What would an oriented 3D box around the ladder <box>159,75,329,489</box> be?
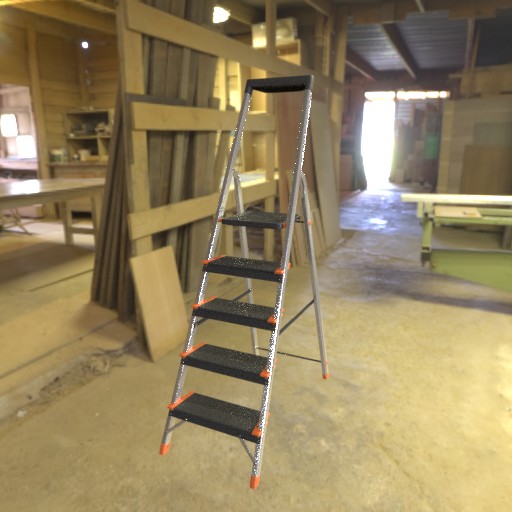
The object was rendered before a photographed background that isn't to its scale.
[{"bbox_3d":[0.000,0.000,2.101,0.480,1.646,0.995,7,16,25],"label":"ladder"}]
